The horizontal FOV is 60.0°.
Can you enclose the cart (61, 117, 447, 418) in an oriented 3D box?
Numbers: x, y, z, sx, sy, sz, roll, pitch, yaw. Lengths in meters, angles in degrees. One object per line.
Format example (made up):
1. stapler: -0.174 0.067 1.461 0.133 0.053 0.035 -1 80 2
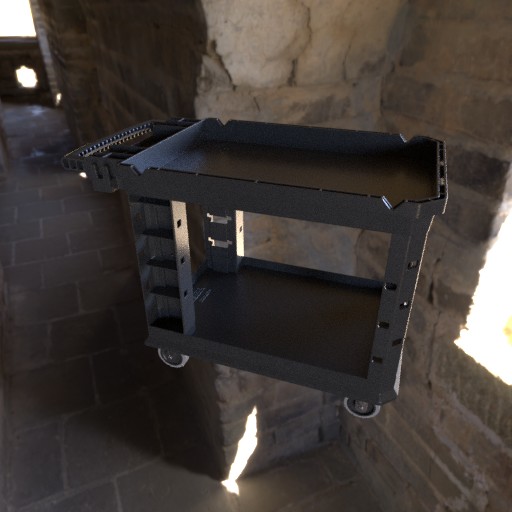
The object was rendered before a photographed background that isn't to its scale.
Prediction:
1. cart: 0.000 0.000 1.762 1.239 0.884 0.674 10 32 17
